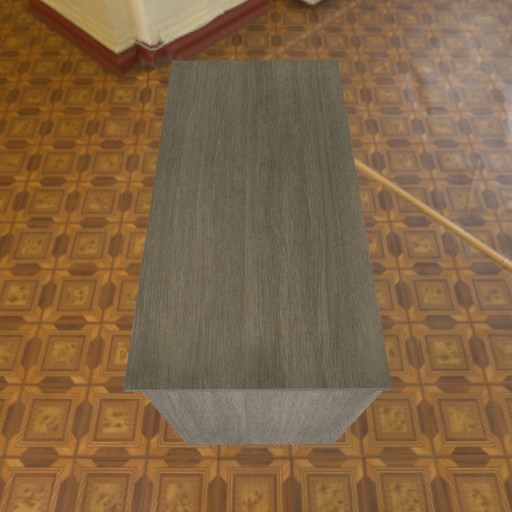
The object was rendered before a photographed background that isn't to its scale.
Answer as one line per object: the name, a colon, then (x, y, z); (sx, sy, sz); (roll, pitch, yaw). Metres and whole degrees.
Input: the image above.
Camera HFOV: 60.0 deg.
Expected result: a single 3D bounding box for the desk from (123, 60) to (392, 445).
desk: (0.000, 0.000, 1.521); (0.560, 0.735, 1.097); (0, 59, 0)
